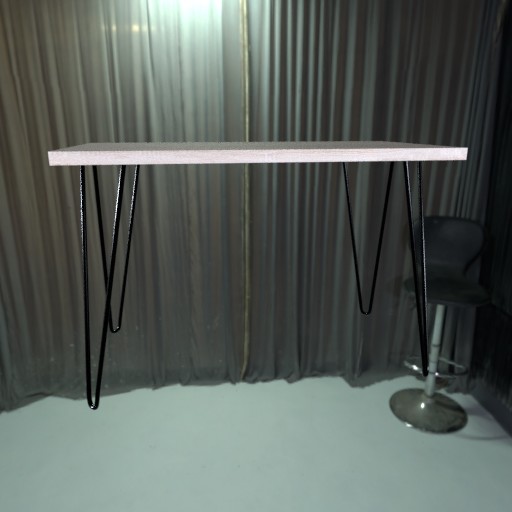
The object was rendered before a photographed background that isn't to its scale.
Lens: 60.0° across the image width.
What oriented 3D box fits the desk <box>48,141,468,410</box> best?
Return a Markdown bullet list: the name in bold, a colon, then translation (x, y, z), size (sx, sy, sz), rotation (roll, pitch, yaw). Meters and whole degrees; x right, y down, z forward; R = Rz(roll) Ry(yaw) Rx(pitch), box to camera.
- **desk**: translation (0.000, 0.000, 1.359), size (0.991, 0.660, 0.499), rotation (-3, 17, -9)
